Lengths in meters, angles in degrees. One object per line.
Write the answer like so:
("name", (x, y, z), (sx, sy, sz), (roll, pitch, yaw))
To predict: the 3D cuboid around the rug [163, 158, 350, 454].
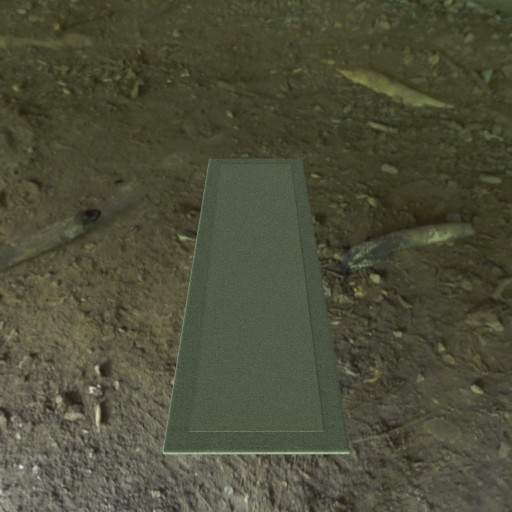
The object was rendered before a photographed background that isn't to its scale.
("rug", (0.000, 0.000, 2.703), (0.759, 0.012, 2.430), (0, 41, 0))
